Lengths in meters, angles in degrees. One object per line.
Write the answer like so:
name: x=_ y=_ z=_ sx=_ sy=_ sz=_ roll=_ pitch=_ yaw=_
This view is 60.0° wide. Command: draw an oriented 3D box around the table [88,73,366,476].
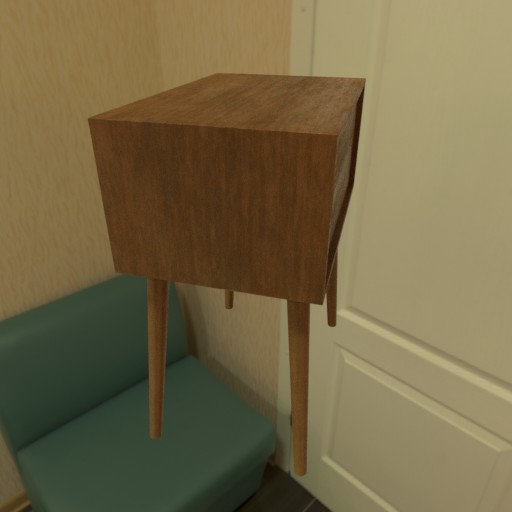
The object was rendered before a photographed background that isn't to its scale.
table: x=0.000 y=0.000 z=0.832 sx=0.307 sy=0.580 sz=0.454 roll=8 pitch=30 yaw=14
